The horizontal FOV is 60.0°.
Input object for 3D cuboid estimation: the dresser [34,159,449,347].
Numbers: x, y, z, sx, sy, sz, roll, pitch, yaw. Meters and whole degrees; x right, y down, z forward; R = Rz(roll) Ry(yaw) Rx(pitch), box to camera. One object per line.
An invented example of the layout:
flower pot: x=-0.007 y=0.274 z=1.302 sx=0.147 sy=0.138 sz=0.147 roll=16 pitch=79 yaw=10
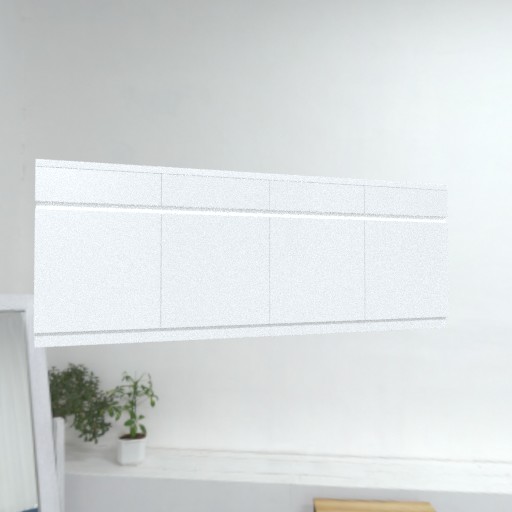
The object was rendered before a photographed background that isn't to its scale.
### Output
dresser: x=0.000 y=0.000 z=2.519 sx=2.200 sy=0.840 sz=0.500 roll=0 pitch=-1 yaw=-17
